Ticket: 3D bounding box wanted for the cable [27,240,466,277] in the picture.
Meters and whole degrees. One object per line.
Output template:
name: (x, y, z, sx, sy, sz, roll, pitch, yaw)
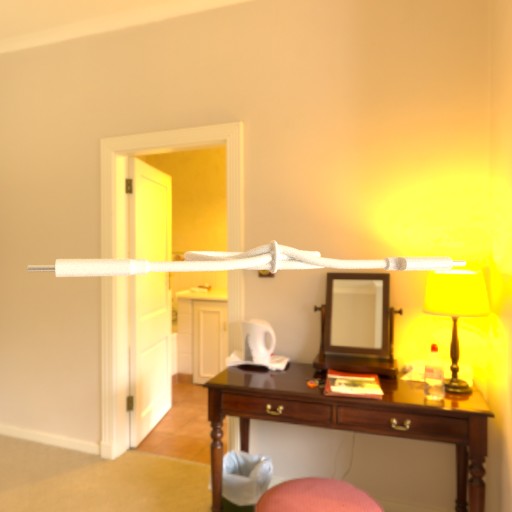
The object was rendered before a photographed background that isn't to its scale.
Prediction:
cable: (0.000, 0.000, 0.211, 0.186, 0.014, 0.070, 0, 1, -18)
